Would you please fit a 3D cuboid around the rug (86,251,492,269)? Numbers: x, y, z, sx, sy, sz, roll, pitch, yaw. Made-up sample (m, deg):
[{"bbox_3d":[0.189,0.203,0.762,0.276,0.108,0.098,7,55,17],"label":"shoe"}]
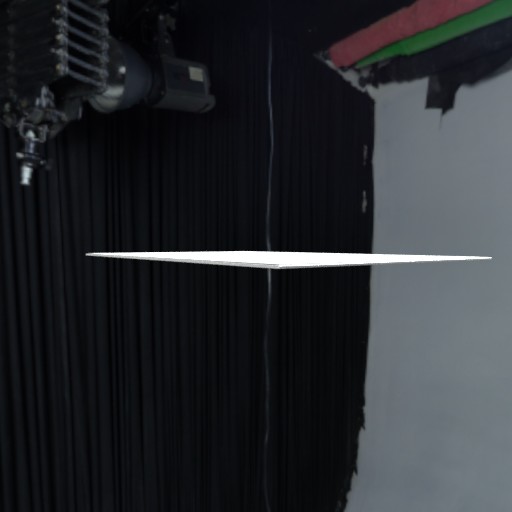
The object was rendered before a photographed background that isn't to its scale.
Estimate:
[{"bbox_3d":[0.000,0.000,3.463,1.819,0.018,2.746,-1,2,-37],"label":"rug"}]
